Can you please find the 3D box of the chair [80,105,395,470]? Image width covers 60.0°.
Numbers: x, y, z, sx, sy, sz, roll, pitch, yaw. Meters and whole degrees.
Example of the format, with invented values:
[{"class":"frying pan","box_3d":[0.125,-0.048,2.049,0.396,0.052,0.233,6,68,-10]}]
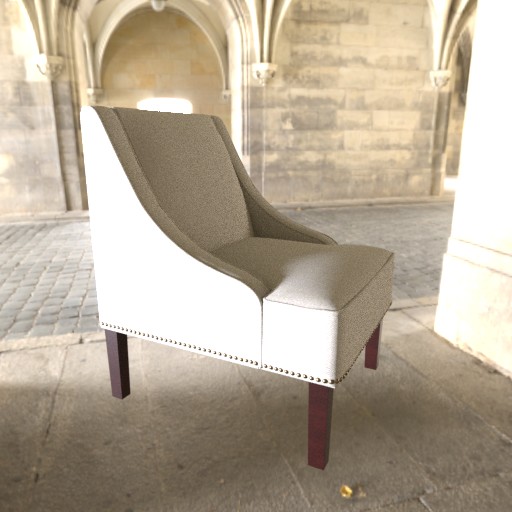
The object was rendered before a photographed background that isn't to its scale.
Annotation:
[{"class":"chair","box_3d":[0.000,0.000,1.373,0.748,0.872,0.628,8,17,27]}]
